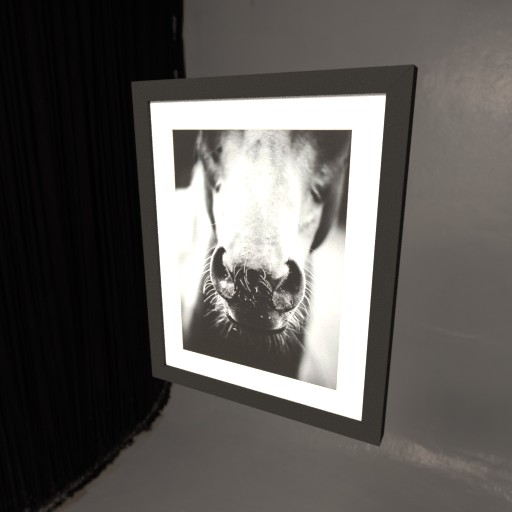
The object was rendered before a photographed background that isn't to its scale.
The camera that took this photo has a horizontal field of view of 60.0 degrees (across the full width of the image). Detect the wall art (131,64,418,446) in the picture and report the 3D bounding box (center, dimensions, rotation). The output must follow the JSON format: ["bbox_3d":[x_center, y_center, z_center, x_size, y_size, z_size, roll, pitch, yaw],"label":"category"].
[{"bbox_3d":[0.000,0.000,0.533,0.329,0.404,0.024,8,18,26],"label":"wall art"}]
